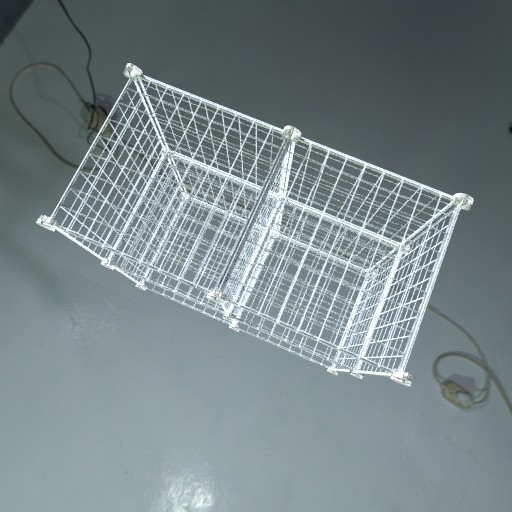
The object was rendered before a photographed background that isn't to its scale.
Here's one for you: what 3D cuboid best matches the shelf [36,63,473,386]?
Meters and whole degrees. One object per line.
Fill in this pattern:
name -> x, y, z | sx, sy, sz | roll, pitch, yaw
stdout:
shelf -> 0.000, 0.000, 1.137 | 0.711, 0.711, 0.356 | 23, 78, 5
